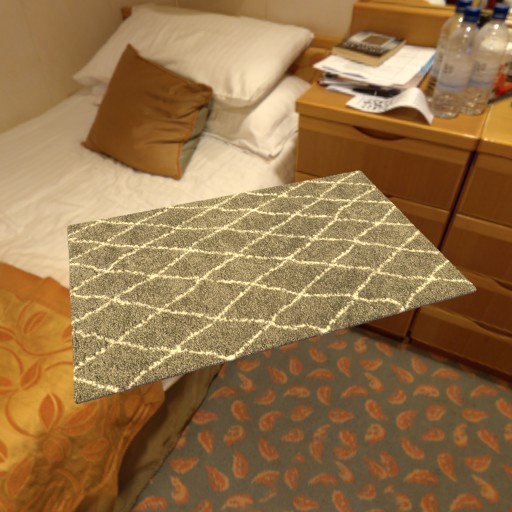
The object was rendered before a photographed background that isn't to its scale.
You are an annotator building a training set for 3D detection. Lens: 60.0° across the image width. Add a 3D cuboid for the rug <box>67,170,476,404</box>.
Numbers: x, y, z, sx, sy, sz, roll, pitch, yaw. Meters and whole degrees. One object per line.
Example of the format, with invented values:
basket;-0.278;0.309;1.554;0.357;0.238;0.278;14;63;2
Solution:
rug;0.000;0.000;3.044;2.438;0.030;1.524;-13;43;-14
